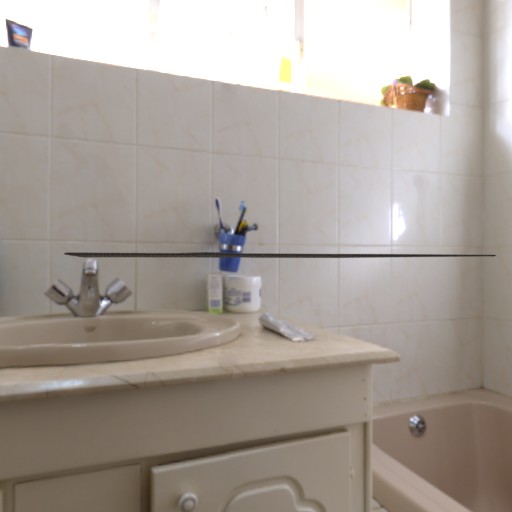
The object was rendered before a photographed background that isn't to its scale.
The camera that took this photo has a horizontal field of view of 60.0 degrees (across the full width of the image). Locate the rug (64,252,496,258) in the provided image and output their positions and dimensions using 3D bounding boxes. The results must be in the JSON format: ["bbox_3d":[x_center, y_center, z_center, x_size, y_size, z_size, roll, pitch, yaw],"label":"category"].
[{"bbox_3d":[0.000,0.000,4.060,3.068,0.021,2.456,0,-1,-19],"label":"rug"}]
